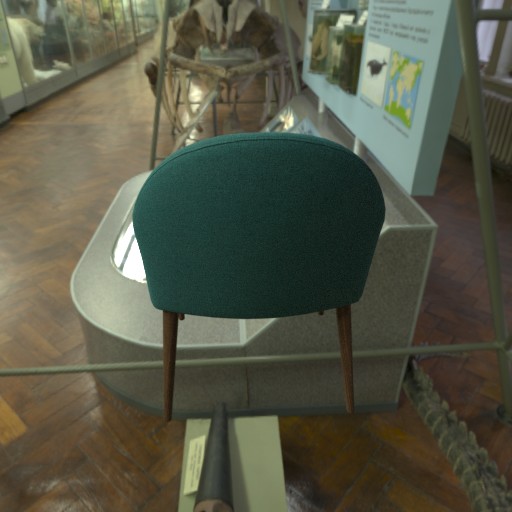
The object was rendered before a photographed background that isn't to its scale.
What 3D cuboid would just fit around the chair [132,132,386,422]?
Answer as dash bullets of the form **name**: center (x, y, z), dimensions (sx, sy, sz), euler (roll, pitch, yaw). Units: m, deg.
- **chair**: center (0.000, 0.000, 1.369), dimensions (0.656, 0.907, 0.652), euler (-2, 30, -3)
